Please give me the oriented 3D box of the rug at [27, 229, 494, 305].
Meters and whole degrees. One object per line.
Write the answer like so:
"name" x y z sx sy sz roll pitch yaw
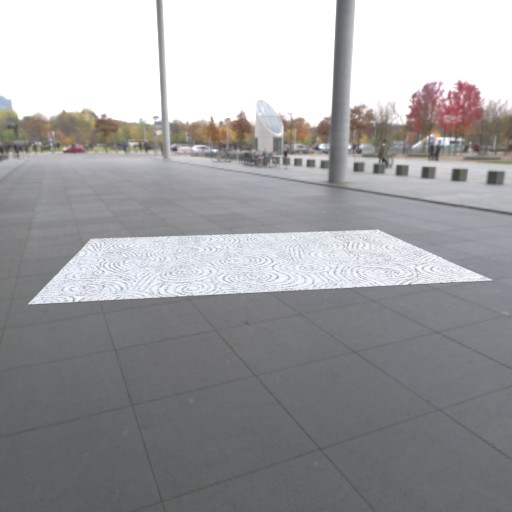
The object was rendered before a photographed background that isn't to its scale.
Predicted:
"rug" 0.000 0.000 3.009 2.439 0.005 1.524 -2 14 -9
